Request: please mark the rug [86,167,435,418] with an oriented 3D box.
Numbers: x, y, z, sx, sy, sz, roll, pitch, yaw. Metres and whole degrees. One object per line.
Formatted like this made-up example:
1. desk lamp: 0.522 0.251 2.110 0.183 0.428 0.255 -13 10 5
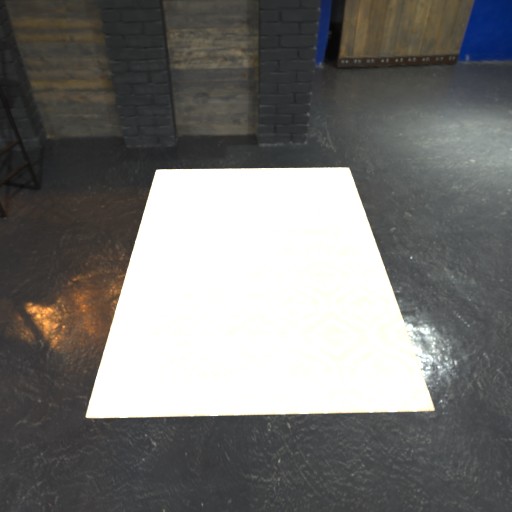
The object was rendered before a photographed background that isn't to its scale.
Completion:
1. rug: 0.000 0.000 4.343 2.438 0.010 3.353 -1 41 -1
